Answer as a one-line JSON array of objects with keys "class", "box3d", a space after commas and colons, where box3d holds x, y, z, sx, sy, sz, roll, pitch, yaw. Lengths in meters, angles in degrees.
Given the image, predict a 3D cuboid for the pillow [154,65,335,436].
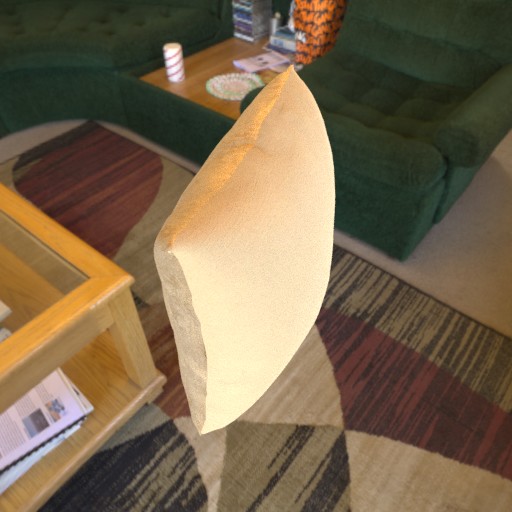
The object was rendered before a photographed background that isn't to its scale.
[{"class": "pillow", "box3d": [0.000, 0.000, 0.722, 0.245, 0.448, 0.450, 16, 48, 14]}]
